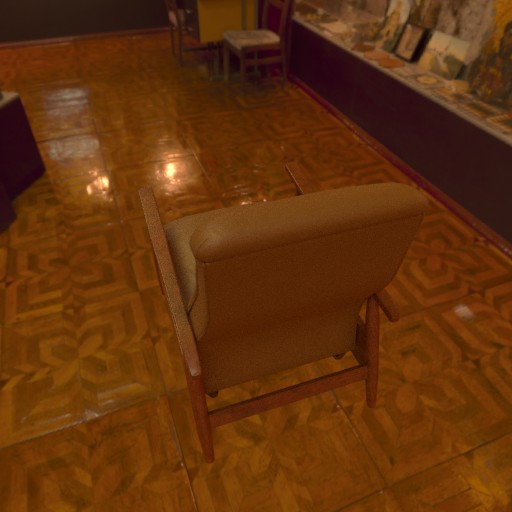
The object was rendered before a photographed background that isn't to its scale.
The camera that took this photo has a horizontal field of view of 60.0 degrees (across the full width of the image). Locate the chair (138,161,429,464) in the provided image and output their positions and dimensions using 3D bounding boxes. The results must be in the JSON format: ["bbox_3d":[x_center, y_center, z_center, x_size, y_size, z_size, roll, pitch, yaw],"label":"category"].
[{"bbox_3d":[0.000,0.000,1.761,0.762,1.082,1.014,-13,43,-14],"label":"chair"}]
